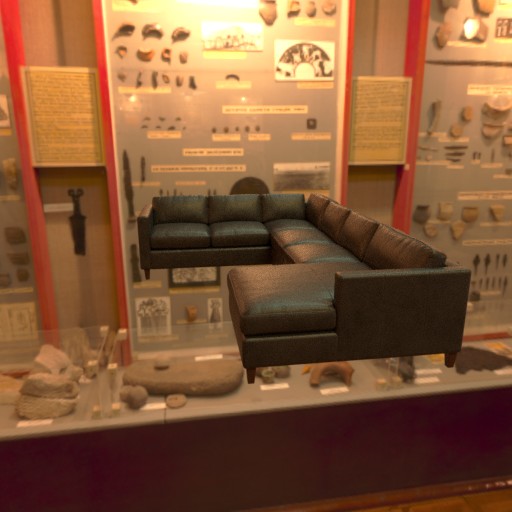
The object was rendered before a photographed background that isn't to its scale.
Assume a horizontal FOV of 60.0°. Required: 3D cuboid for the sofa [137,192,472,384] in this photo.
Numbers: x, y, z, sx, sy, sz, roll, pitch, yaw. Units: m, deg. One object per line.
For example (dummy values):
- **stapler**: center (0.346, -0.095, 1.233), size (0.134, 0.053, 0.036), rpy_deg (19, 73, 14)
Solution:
- **sofa**: center (0.000, 0.000, 4.454), size (2.452, 0.891, 3.324), rpy_deg (-2, 15, -8)
